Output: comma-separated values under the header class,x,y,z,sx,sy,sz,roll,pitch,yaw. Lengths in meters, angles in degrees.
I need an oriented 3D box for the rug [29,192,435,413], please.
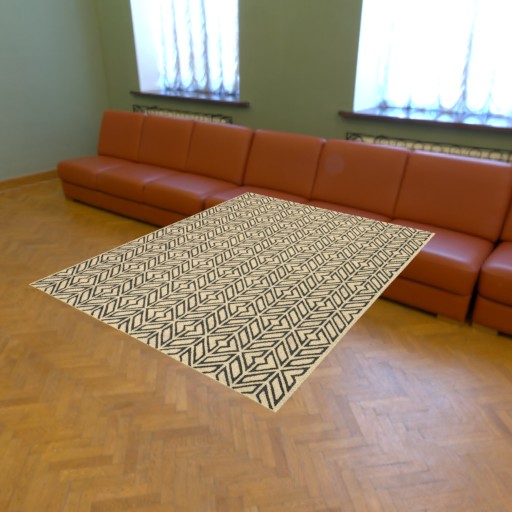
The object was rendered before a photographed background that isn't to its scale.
class,x,y,z,sx,sy,sz,roll,pitch,yaw
rug,0.000,0.000,4.131,2.421,0.008,3.045,17,31,31
